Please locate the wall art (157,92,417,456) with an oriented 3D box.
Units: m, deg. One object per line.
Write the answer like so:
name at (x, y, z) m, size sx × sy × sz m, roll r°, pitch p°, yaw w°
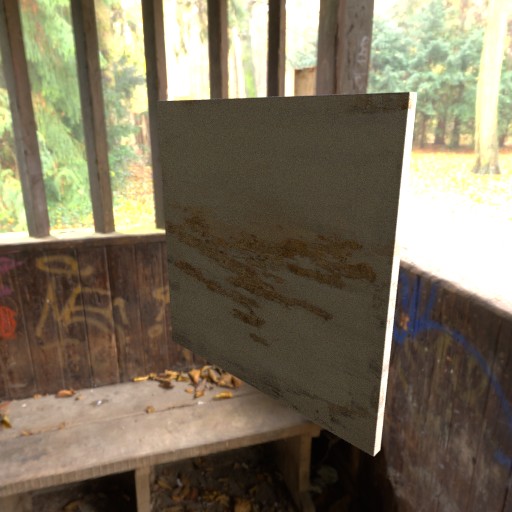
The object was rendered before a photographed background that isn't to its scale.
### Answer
wall art at (0.000, 0.000, 1.513) m, size 1.015 × 1.018 × 0.040 m, roll 17°, pitch 24°, yaw 42°
